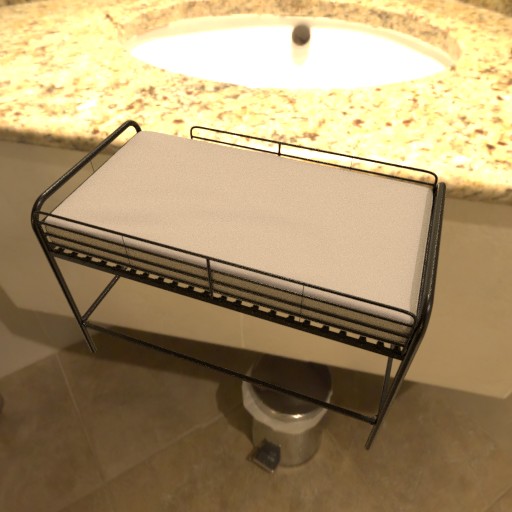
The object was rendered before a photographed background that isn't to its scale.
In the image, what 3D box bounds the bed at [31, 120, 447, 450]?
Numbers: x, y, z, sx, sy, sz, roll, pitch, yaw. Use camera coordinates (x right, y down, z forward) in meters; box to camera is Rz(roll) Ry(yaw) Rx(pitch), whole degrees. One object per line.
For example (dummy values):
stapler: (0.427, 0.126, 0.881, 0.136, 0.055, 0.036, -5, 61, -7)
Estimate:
bed: (0.000, 0.000, 2.867, 1.968, 1.289, 1.393, 15, 47, 14)
